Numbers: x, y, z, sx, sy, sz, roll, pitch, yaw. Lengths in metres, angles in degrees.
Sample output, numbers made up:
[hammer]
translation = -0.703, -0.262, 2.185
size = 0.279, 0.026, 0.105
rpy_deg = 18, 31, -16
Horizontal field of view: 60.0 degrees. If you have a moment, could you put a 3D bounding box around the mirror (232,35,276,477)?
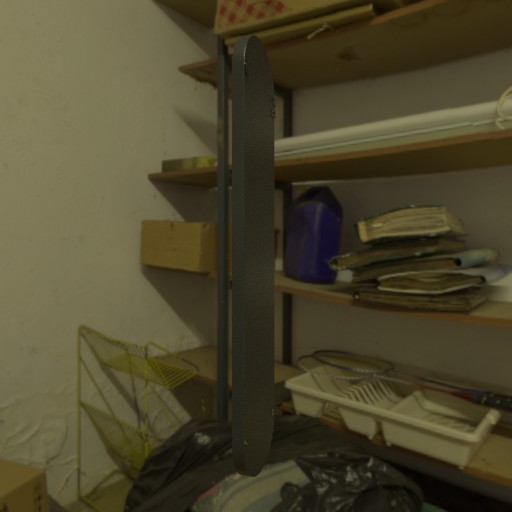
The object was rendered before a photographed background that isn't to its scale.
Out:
[mirror]
translation = 0.000, 0.000, 1.022
size = 0.032, 0.991, 0.222
rpy_deg = 0, 0, 19
